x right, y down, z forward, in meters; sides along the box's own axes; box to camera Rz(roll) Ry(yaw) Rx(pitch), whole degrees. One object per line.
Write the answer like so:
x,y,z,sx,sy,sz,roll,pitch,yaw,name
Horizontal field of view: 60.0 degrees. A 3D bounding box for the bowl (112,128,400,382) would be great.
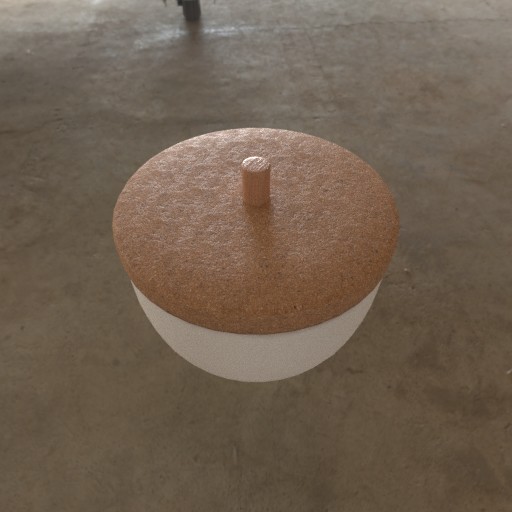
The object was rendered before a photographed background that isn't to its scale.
0.000,0.000,0.224,0.126,0.110,0.126,0,47,0,bowl
